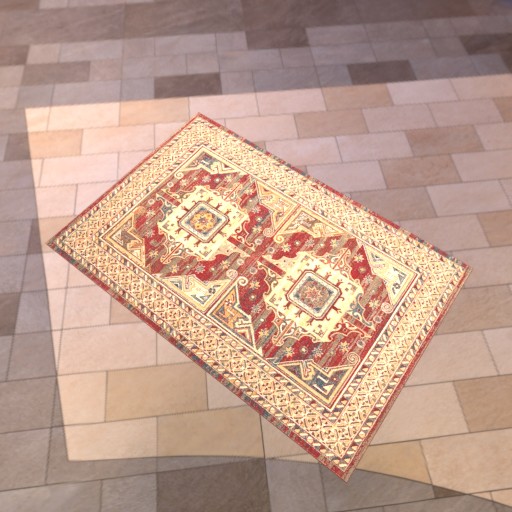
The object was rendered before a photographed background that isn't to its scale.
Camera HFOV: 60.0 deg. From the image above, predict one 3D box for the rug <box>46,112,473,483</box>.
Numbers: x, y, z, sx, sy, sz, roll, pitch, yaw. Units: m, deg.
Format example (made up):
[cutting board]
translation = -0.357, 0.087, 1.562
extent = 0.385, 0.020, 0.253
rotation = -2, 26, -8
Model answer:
[rug]
translation = 0.000, 0.000, 5.682
extent = 4.578, 0.033, 3.033
rotation = 34, 66, 17
